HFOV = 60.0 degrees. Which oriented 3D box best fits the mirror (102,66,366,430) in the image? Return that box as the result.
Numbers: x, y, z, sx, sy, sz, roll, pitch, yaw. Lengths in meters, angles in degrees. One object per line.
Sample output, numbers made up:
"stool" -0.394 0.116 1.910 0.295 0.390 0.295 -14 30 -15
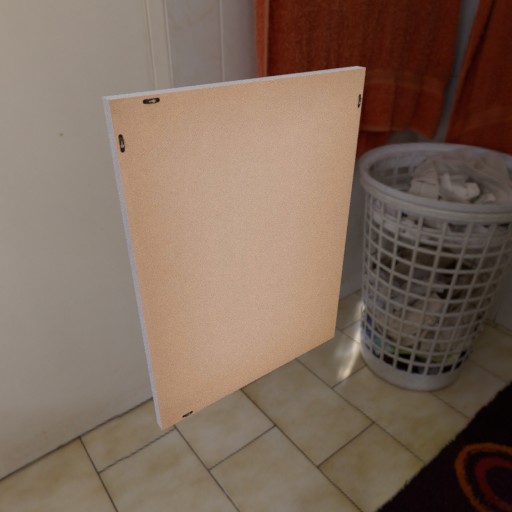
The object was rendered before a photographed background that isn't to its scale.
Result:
"mirror" 0.000 0.000 1.359 0.762 1.016 0.041 -20 36 -30
